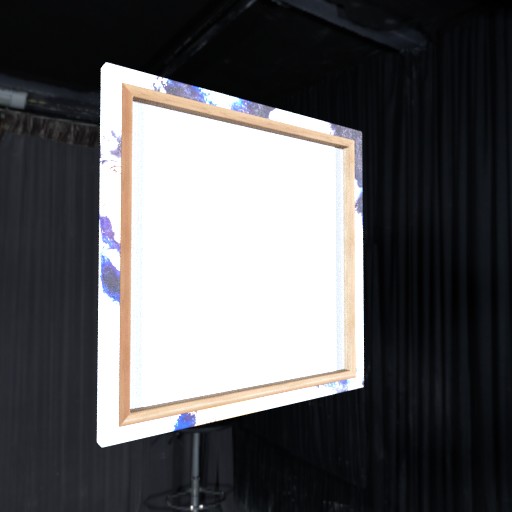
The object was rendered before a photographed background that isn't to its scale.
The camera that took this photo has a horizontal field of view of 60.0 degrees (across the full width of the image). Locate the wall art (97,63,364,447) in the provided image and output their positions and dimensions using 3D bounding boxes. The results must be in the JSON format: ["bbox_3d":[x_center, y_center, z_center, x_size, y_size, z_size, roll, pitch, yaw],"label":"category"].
[{"bbox_3d":[0.000,0.000,1.289,0.887,0.885,0.038,1,-2,-36],"label":"wall art"}]
